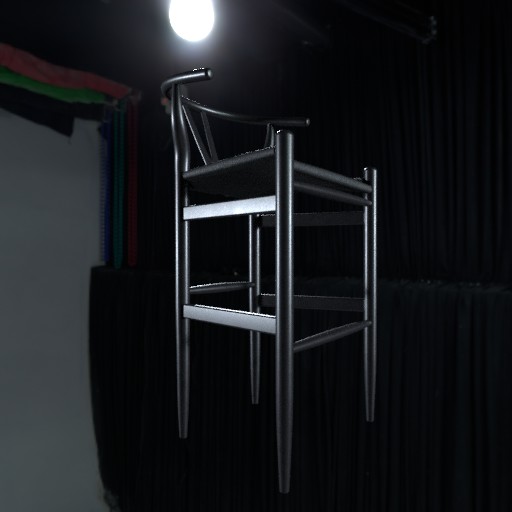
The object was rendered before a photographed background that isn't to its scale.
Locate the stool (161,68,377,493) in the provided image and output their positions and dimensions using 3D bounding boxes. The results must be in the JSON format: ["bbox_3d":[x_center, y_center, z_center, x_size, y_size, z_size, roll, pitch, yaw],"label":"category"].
[{"bbox_3d":[0.000,0.000,1.382,0.579,1.072,0.569,0,0,36],"label":"stool"}]
